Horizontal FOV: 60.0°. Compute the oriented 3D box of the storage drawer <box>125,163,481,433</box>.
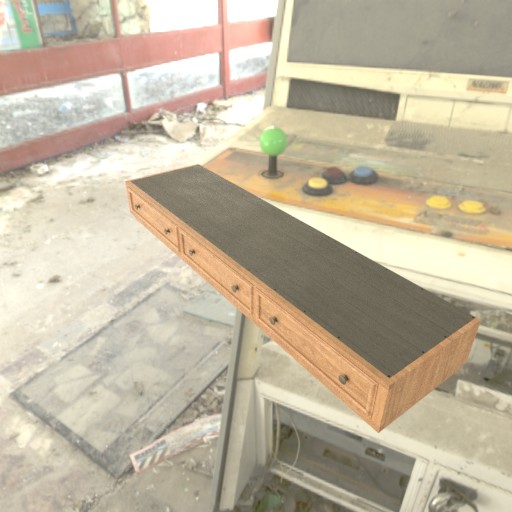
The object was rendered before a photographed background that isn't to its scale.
[{"bbox_3d":[0.000,0.000,2.243,0.538,0.264,2.032,-22,38,-31],"label":"storage drawer"}]
